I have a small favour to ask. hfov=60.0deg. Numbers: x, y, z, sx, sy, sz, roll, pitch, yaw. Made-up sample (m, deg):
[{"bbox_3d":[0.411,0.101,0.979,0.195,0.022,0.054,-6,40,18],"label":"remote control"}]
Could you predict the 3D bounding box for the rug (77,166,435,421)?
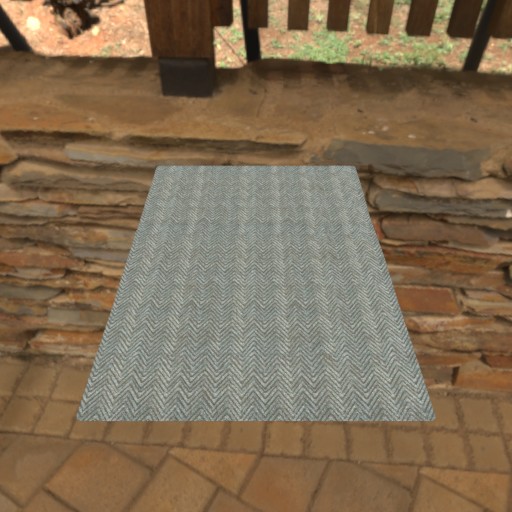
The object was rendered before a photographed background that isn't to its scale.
[{"bbox_3d":[0.000,0.000,5.020,2.894,0.011,3.957,0,42,0],"label":"rug"}]
